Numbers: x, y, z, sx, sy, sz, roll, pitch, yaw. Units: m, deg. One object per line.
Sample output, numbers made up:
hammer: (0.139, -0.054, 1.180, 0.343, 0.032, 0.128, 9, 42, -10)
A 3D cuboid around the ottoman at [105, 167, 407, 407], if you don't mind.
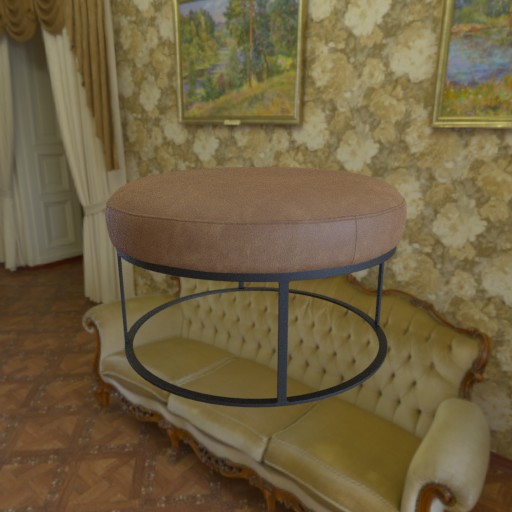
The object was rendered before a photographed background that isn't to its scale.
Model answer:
ottoman: (0.000, 0.000, 1.230, 0.771, 0.460, 0.771, 0, 16, 0)
